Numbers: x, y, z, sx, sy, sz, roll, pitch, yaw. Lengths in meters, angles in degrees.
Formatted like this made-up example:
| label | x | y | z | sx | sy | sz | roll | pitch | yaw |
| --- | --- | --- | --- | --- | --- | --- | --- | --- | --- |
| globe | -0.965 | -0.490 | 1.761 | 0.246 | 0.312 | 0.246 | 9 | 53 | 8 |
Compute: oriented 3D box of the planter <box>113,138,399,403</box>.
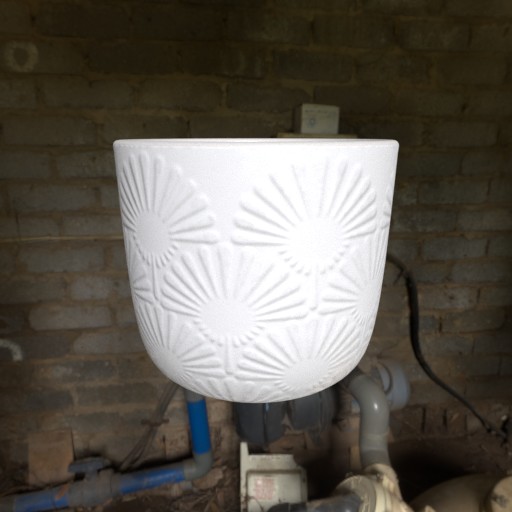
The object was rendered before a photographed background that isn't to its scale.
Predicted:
| label | x | y | z | sx | sy | sz | roll | pitch | yaw |
| --- | --- | --- | --- | --- | --- | --- | --- | --- | --- |
| planter | 0.000 | 0.000 | 0.215 | 0.124 | 0.109 | 0.124 | 0 | 15 | 0 |
